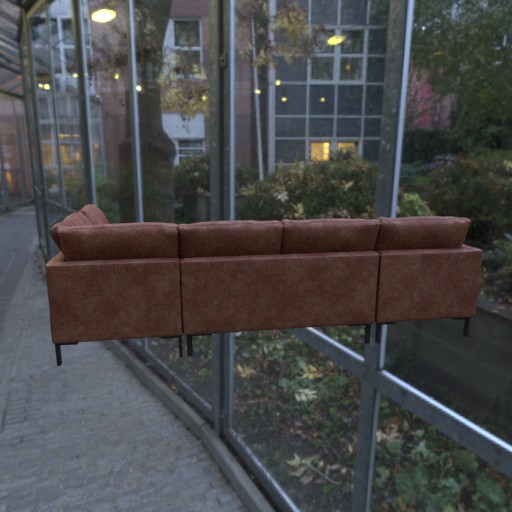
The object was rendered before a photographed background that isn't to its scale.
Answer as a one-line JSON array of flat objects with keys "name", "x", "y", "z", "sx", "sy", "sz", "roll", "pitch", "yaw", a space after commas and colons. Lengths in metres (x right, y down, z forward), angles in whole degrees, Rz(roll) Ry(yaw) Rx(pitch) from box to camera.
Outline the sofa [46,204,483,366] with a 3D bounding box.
[{"name": "sofa", "x": 0.000, "y": 0.000, "z": 3.855, "sx": 2.956, "sy": 0.900, "sz": 1.939, "roll": -2, "pitch": 13, "yaw": -9}]
